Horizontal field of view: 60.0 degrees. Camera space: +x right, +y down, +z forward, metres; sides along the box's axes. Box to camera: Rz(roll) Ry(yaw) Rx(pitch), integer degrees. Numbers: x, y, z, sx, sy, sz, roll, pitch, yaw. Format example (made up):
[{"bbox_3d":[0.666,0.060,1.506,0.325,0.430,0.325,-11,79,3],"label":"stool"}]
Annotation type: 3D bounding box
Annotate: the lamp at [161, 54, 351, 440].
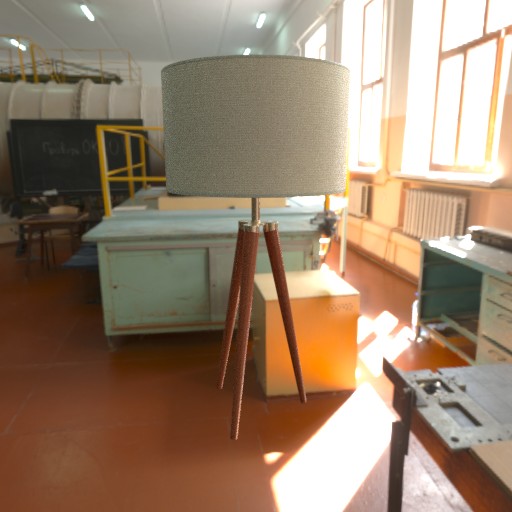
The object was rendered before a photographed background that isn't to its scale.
[{"bbox_3d":[0.000,0.000,0.924,0.355,0.709,0.354,7,15,26],"label":"lamp"}]
